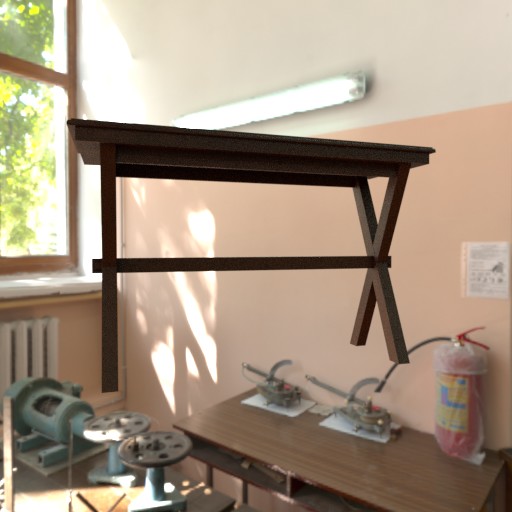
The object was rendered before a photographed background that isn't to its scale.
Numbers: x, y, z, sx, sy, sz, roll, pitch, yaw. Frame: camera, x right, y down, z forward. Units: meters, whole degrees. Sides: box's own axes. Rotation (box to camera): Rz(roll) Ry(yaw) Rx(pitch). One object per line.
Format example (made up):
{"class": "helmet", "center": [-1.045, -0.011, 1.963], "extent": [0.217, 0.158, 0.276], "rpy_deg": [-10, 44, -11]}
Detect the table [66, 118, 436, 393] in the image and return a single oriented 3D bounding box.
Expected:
{"class": "table", "center": [0.000, 0.000, 1.573], "extent": [1.197, 0.763, 0.399], "rpy_deg": [0, 2, -18]}
